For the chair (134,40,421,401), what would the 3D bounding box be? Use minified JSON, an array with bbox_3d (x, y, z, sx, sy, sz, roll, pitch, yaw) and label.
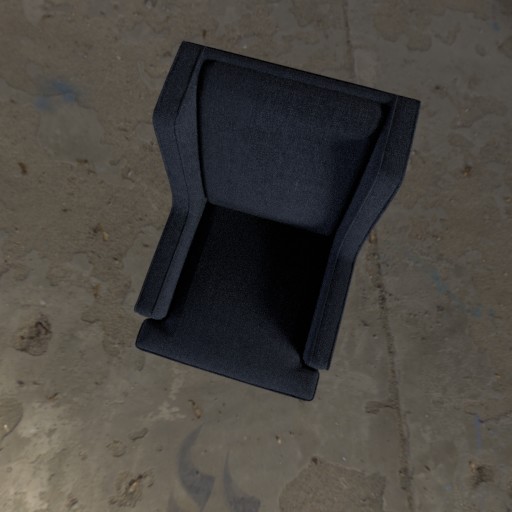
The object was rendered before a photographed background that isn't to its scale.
[{"bbox_3d":[0.000,0.000,1.733,0.764,1.072,0.947,16,76,4],"label":"chair"}]
